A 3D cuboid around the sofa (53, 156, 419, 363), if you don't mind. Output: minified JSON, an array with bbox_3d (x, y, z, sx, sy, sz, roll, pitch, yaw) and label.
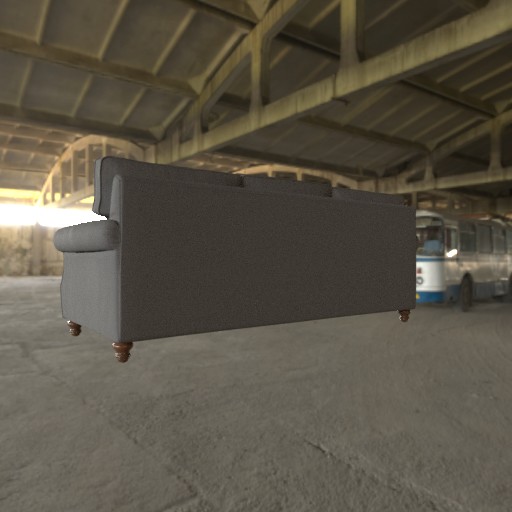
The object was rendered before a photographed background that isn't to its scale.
[{"bbox_3d":[0.000,0.000,2.903,2.353,0.948,0.966,0,0,-36],"label":"sofa"}]
